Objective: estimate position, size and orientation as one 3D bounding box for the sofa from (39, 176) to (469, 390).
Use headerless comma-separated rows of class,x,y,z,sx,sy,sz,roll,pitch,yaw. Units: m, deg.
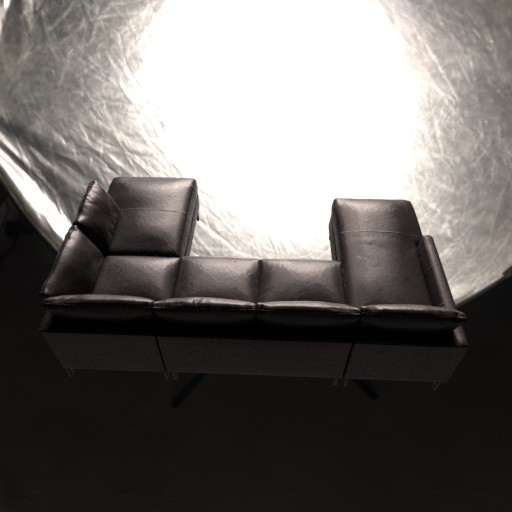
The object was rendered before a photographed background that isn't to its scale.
sofa,0.000,0.000,3.791,2.956,0.900,1.939,2,47,2
